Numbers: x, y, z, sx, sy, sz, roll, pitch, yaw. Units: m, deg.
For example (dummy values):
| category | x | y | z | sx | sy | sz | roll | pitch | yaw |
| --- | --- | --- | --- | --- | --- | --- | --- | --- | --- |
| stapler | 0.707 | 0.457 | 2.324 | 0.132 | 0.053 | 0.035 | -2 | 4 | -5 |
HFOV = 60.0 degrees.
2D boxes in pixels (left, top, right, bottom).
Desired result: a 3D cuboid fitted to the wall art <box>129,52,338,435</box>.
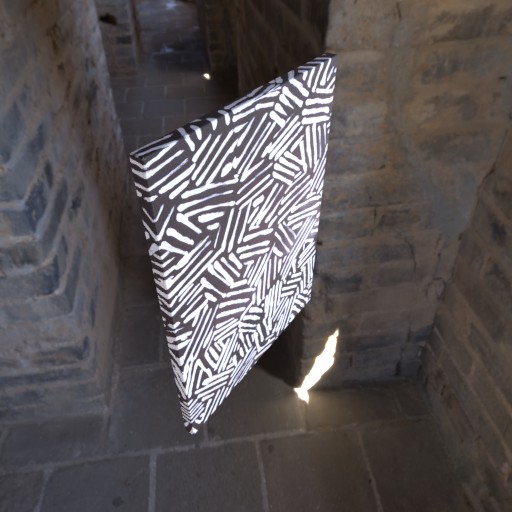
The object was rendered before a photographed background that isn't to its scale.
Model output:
| category | x | y | z | sx | sy | sz | roll | pitch | yaw |
| --- | --- | --- | --- | --- | --- | --- | --- | --- | --- |
| wall art | 0.000 | 0.000 | 1.381 | 0.038 | 1.017 | 0.765 | 25 | 47 | 26 |
